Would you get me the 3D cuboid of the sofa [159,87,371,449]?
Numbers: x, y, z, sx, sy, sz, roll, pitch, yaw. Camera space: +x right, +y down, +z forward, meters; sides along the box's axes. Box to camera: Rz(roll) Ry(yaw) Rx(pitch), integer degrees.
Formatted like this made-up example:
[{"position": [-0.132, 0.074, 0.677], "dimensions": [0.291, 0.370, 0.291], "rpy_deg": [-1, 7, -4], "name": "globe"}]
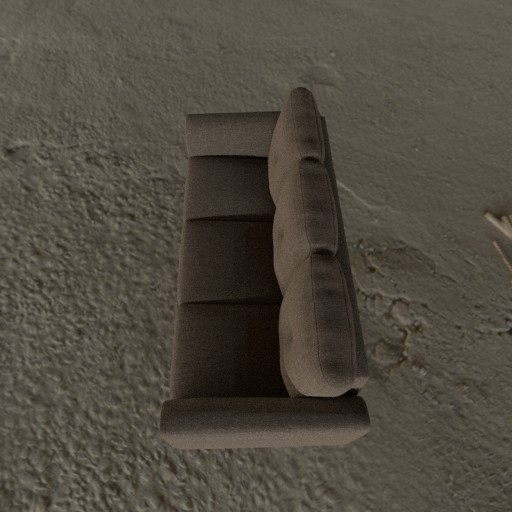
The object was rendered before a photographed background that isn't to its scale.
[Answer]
[{"position": [0.000, 0.000, 2.333], "dimensions": [0.837, 0.891, 1.847], "rpy_deg": [-1, 57, -1], "name": "sofa"}]
